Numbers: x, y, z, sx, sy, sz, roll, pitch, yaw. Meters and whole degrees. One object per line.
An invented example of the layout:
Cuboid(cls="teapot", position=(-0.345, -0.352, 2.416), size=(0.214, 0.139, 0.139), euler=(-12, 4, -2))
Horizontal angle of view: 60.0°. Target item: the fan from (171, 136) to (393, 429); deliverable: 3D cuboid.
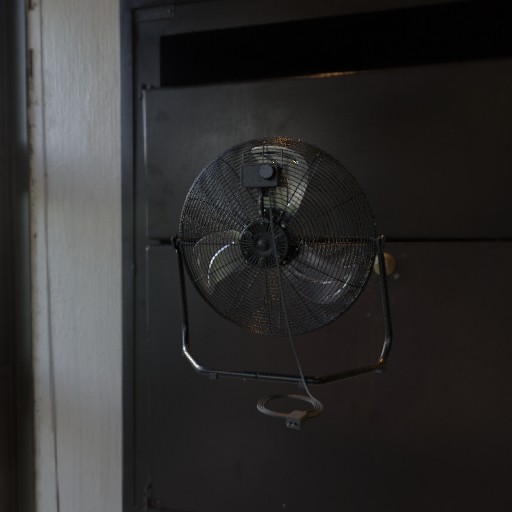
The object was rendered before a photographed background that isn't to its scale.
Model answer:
Cuboid(cls="fan", position=(0.000, 0.000, 0.938), size=(0.555, 0.546, 0.424), euler=(0, 1, 18))
